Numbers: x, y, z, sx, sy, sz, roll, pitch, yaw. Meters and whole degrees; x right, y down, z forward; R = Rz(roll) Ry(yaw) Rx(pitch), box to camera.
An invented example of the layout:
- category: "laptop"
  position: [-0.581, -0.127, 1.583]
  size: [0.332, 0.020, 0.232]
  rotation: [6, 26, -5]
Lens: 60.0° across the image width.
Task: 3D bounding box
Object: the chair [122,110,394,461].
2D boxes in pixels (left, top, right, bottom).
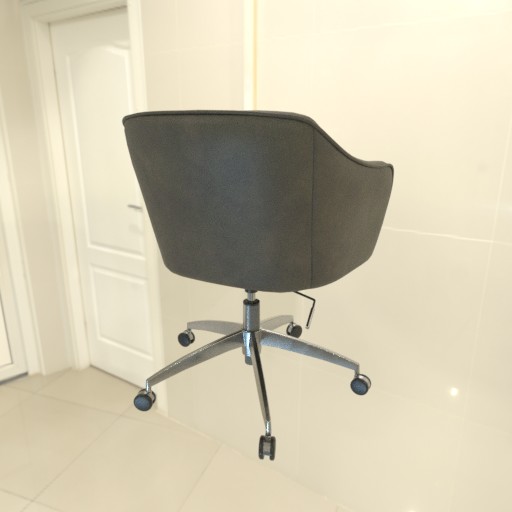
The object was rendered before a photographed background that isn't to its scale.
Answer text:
- category: "chair"
  position: [0.000, 0.000, 1.338]
  size: [0.713, 0.827, 0.689]
  rotation: [9, 19, 26]
